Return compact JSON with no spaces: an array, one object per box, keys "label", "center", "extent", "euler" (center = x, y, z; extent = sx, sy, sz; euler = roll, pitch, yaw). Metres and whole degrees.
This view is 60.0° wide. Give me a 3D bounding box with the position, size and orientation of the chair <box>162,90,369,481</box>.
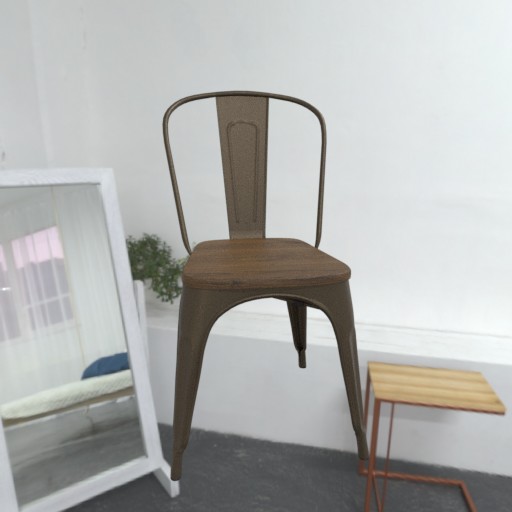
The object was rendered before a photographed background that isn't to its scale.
[{"label":"chair","center":[0.000,0.000,1.128],"extent":[0.451,0.844,0.532],"euler":[-2,15,-8]}]
